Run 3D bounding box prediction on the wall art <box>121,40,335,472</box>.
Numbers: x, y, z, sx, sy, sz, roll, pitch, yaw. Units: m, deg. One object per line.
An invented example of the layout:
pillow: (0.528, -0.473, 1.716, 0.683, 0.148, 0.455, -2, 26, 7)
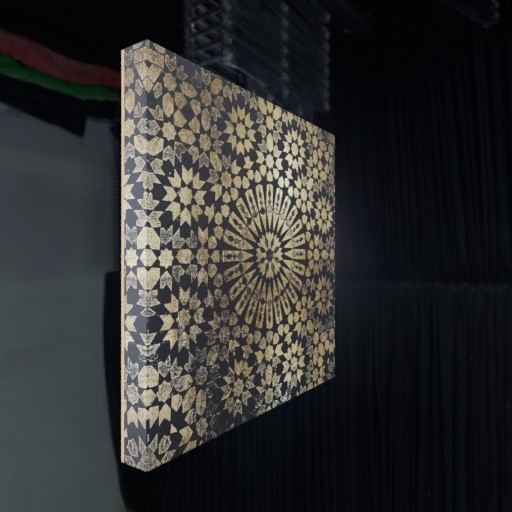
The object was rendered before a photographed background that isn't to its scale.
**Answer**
wall art: (0.000, 0.000, 0.590, 0.038, 0.405, 0.405, 0, 0, 35)
